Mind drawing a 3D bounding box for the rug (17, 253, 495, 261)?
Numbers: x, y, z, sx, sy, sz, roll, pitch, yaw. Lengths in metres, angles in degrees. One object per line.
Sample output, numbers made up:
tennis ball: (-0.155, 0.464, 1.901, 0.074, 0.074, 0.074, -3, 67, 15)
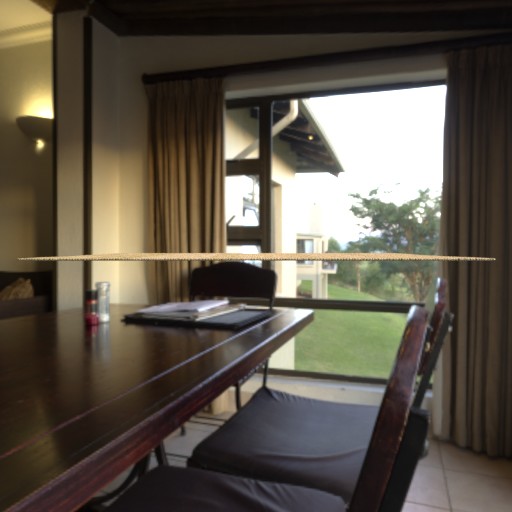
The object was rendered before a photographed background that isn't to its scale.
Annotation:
rug: (0.000, 0.000, 2.182, 1.758, 0.010, 1.143, 0, 1, 0)
